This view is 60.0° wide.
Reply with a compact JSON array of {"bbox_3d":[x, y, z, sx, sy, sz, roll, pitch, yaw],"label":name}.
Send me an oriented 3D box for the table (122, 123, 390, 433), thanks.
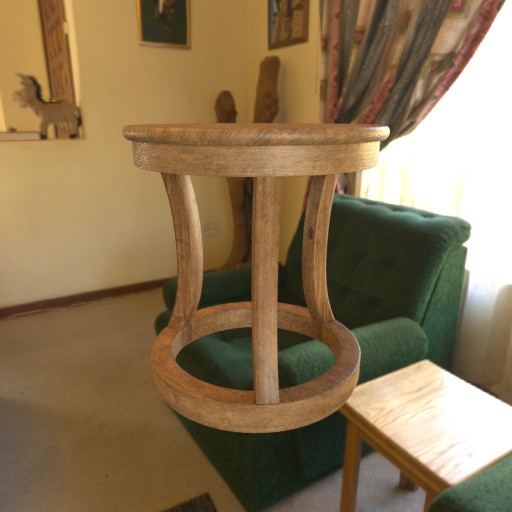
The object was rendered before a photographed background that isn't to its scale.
[{"bbox_3d":[0.000,0.000,0.811,0.432,0.460,0.432,0,17,0],"label":"table"}]
